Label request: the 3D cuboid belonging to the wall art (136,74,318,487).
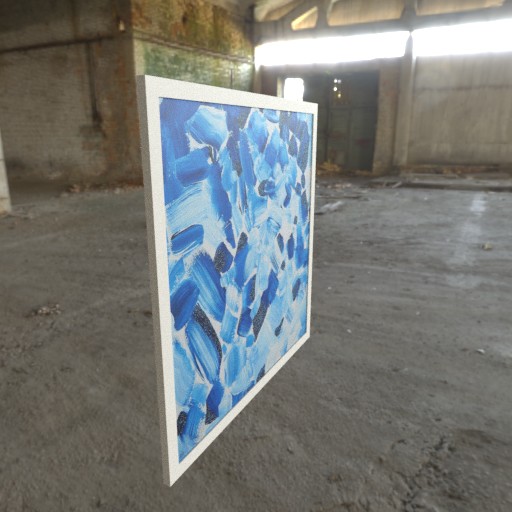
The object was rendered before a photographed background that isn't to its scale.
[{"bbox_3d":[0.000,0.000,0.959,0.015,0.660,0.660,8,17,27],"label":"wall art"}]
